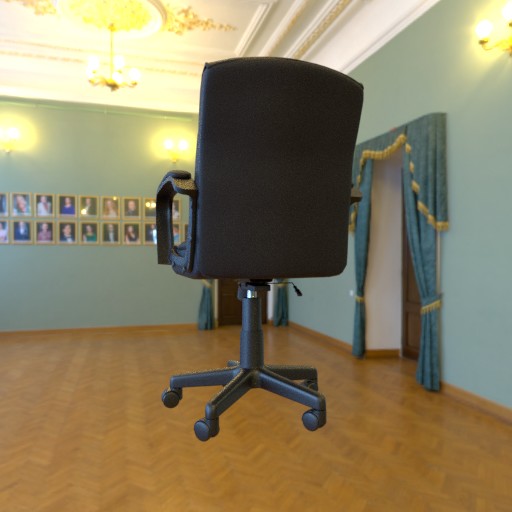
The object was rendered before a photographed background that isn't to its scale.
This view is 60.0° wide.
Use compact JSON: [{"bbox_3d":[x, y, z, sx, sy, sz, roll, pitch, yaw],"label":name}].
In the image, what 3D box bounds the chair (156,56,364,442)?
[{"bbox_3d":[0.000,0.000,1.397,0.576,0.998,0.641,0,0,-18],"label":"chair"}]
